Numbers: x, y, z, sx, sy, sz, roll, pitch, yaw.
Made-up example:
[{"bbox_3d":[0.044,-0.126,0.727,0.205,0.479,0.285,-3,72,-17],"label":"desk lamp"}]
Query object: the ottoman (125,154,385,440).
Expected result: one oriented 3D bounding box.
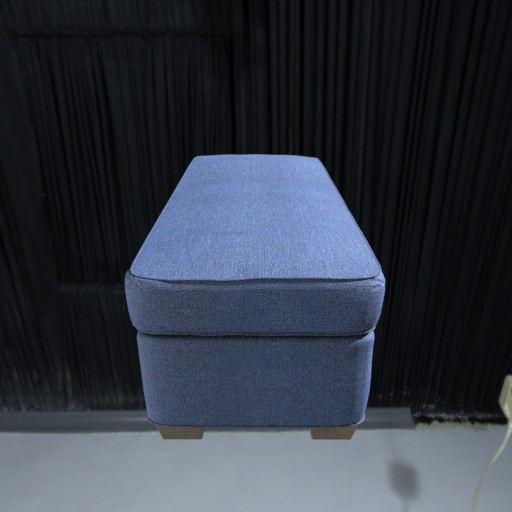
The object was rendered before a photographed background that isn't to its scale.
[{"bbox_3d":[0.000,0.000,1.406,0.515,0.460,1.110,0,25,0],"label":"ottoman"}]
